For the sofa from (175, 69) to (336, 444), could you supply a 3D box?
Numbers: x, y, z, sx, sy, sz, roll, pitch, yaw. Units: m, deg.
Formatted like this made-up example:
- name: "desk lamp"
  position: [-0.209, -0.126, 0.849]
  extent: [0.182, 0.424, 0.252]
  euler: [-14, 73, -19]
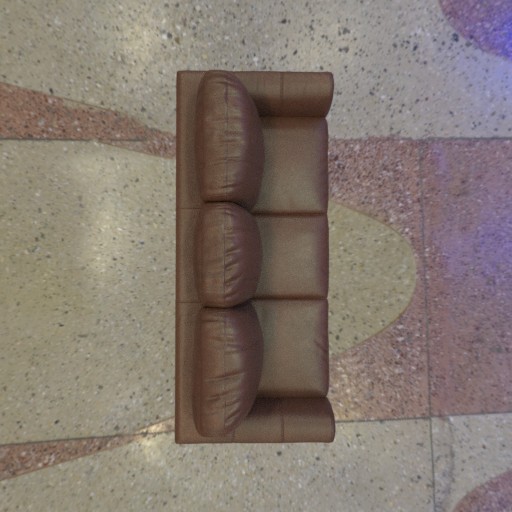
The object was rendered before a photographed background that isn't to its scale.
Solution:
- name: "sofa"
  position: [0.000, 0.000, 2.327]
  extent: [0.802, 0.915, 1.862]
  euler: [0, 89, -2]
